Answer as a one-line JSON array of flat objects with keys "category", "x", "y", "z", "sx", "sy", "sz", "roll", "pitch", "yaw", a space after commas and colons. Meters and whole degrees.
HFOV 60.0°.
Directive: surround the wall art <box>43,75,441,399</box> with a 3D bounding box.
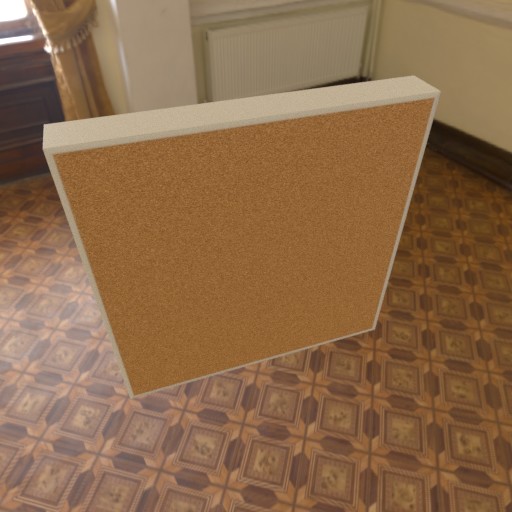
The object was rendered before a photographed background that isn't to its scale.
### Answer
[{"category": "wall art", "x": 0.000, "y": 0.000, "z": 0.439, "sx": 0.305, "sy": 0.304, "sz": 0.038, "roll": -13, "pitch": 43, "yaw": -14}]
